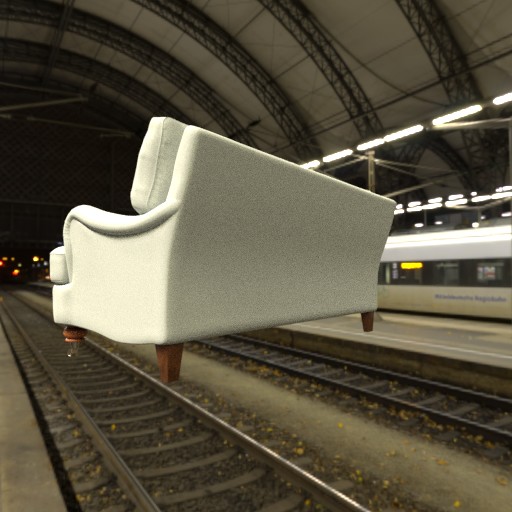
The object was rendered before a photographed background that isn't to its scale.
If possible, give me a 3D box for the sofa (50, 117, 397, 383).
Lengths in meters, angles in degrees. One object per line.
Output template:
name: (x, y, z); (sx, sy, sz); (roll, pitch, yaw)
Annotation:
sofa: (0.000, 0.000, 2.793); (1.069, 1.096, 2.193); (-2, -3, 37)
